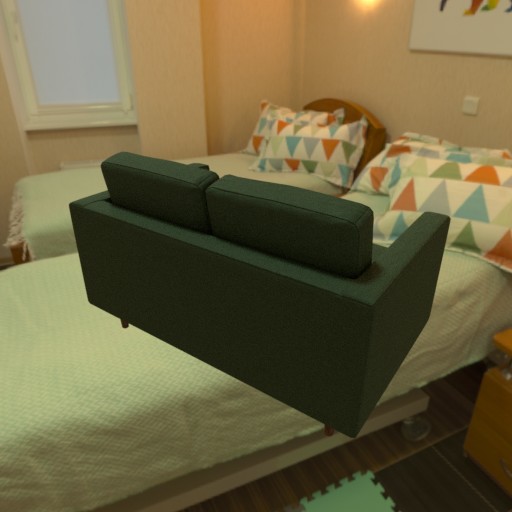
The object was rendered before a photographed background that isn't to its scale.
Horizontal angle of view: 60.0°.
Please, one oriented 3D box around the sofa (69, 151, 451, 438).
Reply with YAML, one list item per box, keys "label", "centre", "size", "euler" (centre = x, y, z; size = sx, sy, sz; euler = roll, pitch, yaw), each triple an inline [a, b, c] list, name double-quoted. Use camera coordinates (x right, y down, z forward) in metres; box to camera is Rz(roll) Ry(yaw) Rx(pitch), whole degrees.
- label: "sofa"
  centre: [0.000, 0.000, 2.022]
  size: [1.430, 0.899, 0.879]
  euler: [18, 32, 31]
